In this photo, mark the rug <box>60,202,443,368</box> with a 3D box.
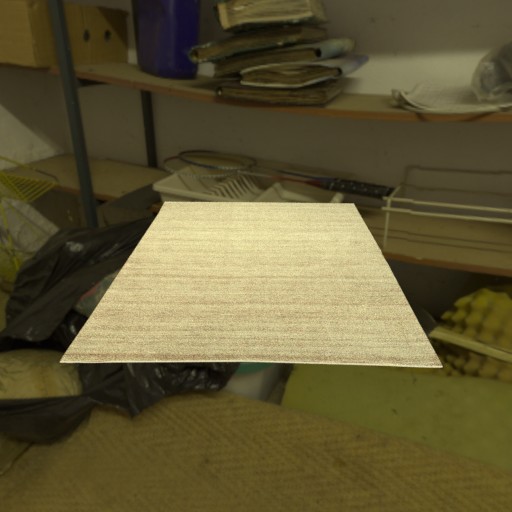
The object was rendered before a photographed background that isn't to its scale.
[{"bbox_3d":[0.000,0.000,4.241,2.434,0.045,3.202,1,25,1],"label":"rug"}]
